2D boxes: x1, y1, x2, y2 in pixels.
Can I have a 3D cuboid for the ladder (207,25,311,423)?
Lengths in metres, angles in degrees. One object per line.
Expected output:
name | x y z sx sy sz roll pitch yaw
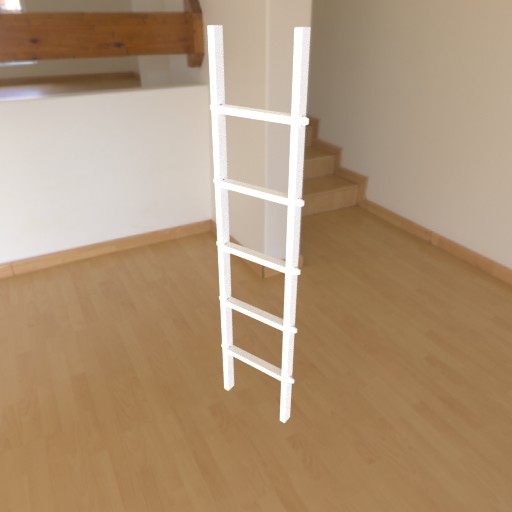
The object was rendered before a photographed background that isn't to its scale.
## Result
ladder | 0.000 0.000 1.952 0.452 1.797 0.051 20 34 31
